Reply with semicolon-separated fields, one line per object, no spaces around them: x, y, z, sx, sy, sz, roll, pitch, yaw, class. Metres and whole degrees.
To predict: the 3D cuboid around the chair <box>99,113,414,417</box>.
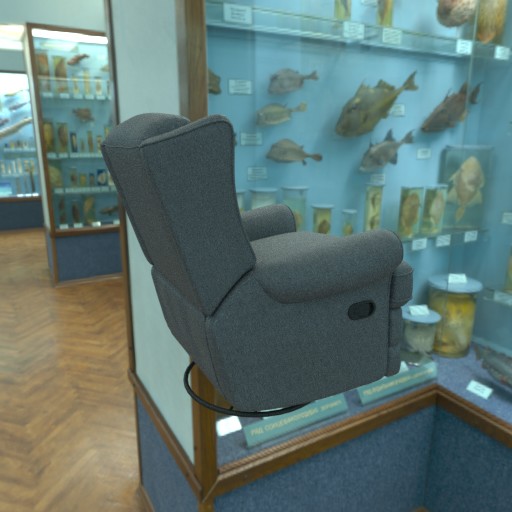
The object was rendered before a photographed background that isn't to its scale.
0.000;0.000;1.679;0.969;1.011;0.847;-8;16;-27;chair
